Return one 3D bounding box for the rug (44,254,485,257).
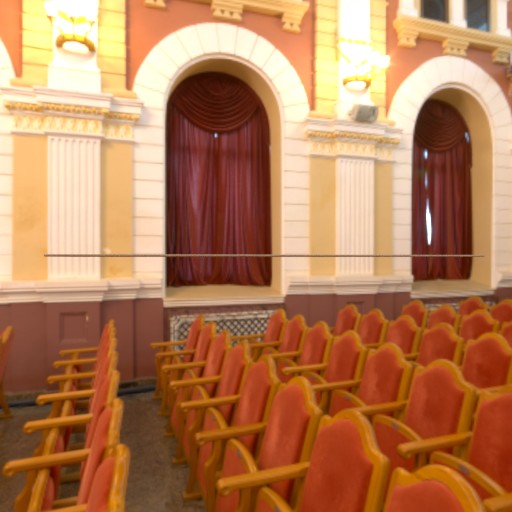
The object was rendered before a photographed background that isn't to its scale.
[{"bbox_3d":[0.000,0.000,3.026,2.438,0.011,1.524,0,0,-18],"label":"rug"}]
